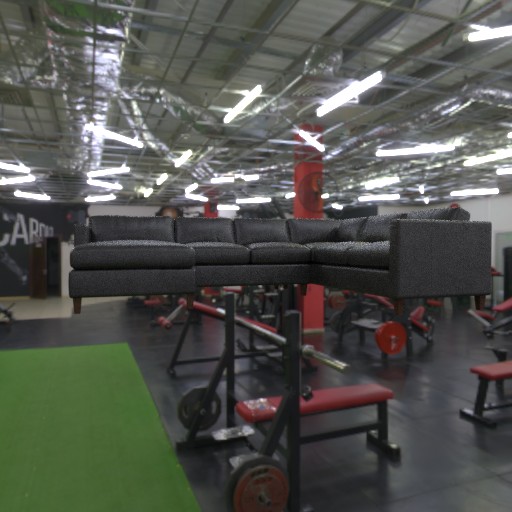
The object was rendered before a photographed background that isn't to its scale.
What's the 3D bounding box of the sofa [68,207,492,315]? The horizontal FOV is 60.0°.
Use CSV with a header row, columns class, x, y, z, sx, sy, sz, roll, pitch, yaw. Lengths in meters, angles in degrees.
class,x,y,z,sx,sy,sz,roll,pitch,yaw
sofa,0.000,0.000,4.309,3.324,0.891,2.452,0,1,-19
